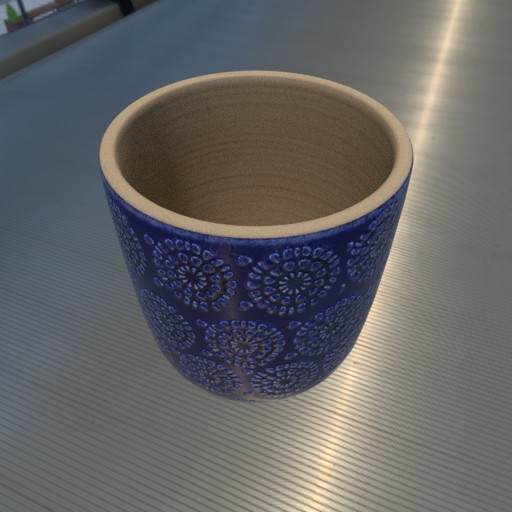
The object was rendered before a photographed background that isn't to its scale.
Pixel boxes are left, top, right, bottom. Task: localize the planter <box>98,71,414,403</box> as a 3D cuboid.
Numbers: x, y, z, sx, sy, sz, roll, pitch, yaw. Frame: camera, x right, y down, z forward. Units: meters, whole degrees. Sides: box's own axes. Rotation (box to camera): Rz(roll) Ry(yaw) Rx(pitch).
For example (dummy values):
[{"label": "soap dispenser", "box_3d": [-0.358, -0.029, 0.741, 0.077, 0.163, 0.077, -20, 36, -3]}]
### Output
[{"label": "planter", "box_3d": [0.000, 0.000, 0.334, 0.184, 0.206, 0.184, 0, 45, 0]}]
